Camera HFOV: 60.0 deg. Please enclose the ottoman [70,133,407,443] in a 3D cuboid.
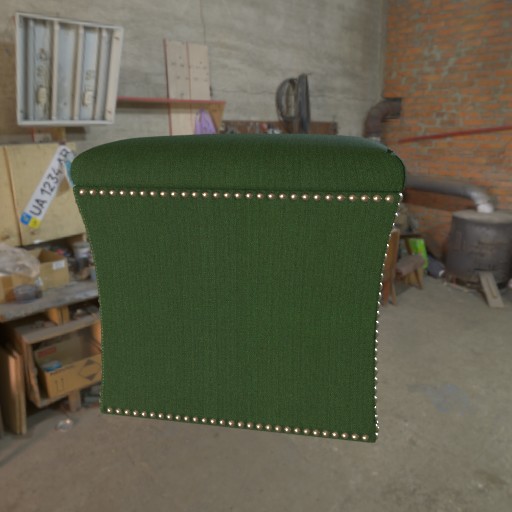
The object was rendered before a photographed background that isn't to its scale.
[{"bbox_3d":[0.000,0.000,0.890,0.497,0.475,0.507,3,15,9],"label":"ottoman"}]
